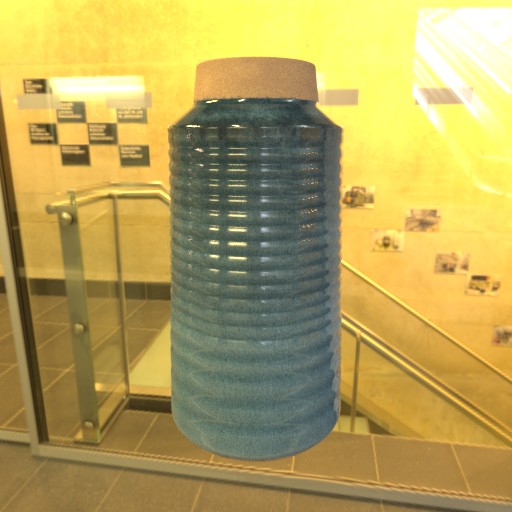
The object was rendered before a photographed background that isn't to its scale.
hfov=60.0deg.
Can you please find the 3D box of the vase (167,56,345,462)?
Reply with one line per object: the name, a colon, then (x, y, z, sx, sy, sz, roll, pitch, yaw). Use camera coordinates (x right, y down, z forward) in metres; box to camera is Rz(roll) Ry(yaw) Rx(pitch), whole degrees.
vase: (0.000, 0.000, 0.398, 0.163, 0.316, 0.163, 0, 15, 0)
